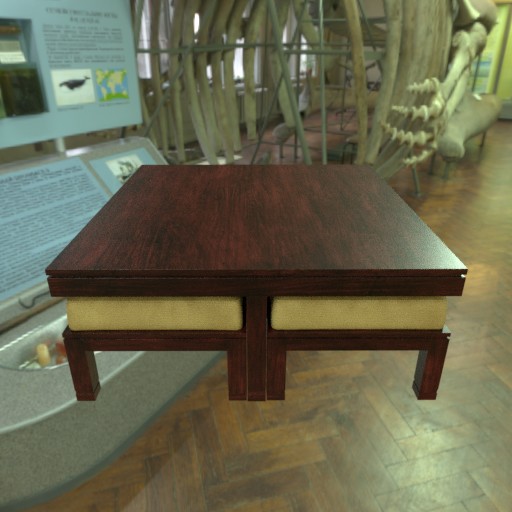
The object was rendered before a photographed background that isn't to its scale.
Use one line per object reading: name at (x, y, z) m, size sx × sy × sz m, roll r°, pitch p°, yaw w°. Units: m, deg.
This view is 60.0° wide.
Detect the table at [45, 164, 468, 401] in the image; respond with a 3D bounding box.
table at (0.000, 0.000, 1.372) m, size 0.865 × 0.356 × 0.865 m, roll 0°, pitch 26°, yaw 0°
